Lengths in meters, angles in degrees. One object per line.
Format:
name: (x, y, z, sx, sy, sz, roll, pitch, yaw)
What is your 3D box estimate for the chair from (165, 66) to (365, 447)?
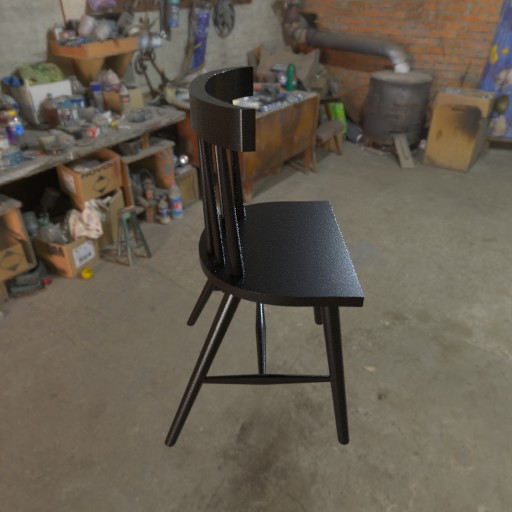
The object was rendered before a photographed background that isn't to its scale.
chair: (0.000, 0.000, 1.143, 0.483, 0.844, 0.506, 0, 31, -1)
